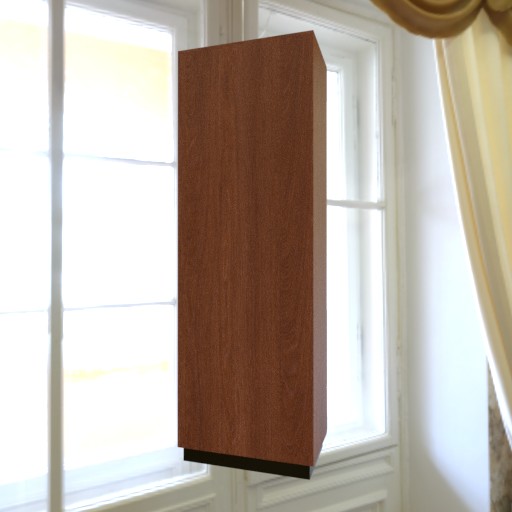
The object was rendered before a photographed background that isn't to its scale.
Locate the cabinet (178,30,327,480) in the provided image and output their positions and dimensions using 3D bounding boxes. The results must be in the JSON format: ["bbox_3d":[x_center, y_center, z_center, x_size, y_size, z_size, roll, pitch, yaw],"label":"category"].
[{"bbox_3d":[0.000,0.000,2.239,0.660,1.980,0.420,0,0,18],"label":"cabinet"}]
